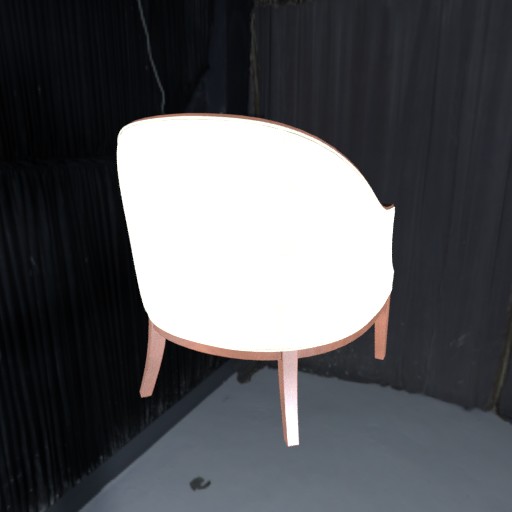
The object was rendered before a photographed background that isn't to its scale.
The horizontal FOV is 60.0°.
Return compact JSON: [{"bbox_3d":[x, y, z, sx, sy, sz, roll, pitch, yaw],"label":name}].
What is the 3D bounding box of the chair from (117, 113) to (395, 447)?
[{"bbox_3d":[0.000,0.000,1.473,0.803,0.876,0.735,8,17,26],"label":"chair"}]
